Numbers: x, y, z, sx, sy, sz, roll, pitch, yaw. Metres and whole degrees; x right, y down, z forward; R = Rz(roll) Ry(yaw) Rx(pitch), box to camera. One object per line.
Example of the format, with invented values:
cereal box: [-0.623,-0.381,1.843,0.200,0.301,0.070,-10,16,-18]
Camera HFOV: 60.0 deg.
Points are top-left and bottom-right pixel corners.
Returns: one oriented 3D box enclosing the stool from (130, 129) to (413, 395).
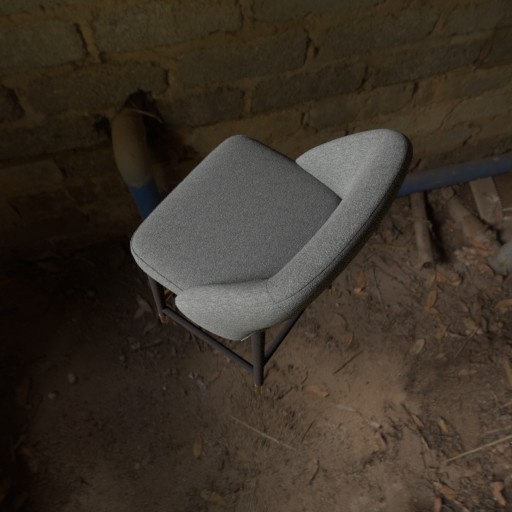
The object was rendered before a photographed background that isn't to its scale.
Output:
stool: [0.000,0.000,1.217,0.524,0.925,0.536,33,68,15]
